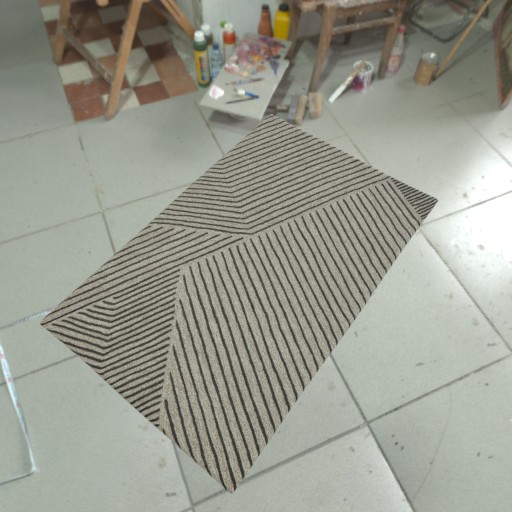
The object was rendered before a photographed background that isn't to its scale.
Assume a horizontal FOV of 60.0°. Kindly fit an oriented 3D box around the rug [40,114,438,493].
[{"bbox_3d":[0.000,0.000,2.991,1.539,0.023,2.406,33,64,19],"label":"rug"}]
